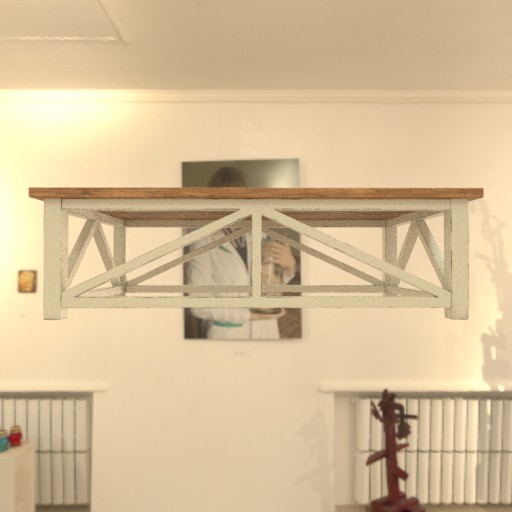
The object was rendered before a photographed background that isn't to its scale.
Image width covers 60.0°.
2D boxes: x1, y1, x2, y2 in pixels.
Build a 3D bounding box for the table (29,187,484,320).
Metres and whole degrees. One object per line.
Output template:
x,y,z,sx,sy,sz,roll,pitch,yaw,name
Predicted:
0.000,0.000,1.759,1.400,0.410,0.800,0,-1,0,table
